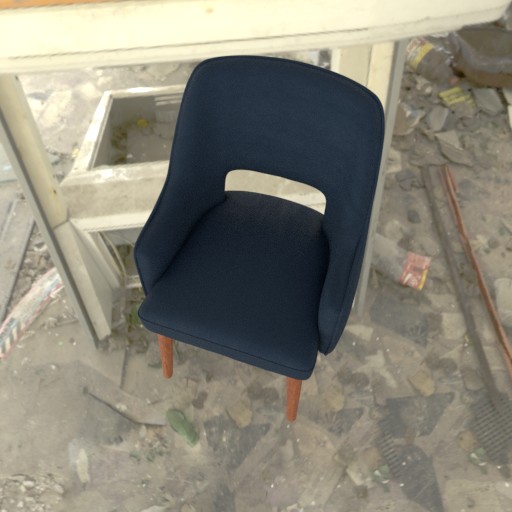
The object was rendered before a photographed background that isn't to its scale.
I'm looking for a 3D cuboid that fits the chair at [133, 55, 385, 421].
[{"bbox_3d":[0.000,0.000,1.224,0.559,0.844,0.591,16,59,10],"label":"chair"}]
